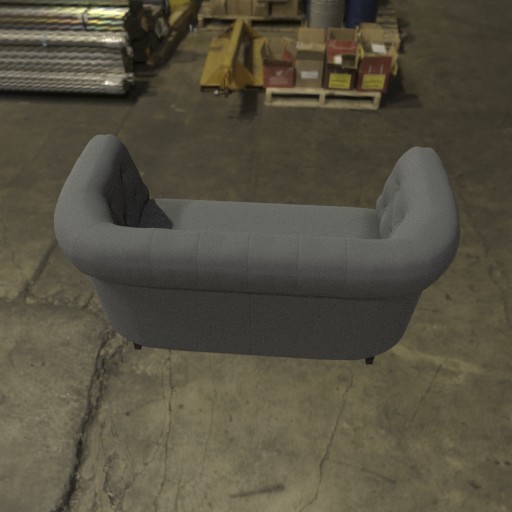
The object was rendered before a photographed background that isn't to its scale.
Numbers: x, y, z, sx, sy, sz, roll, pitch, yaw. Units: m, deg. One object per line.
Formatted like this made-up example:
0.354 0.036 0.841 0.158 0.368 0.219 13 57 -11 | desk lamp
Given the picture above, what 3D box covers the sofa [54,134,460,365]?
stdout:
0.000 0.000 1.980 1.558 0.827 0.835 3 46 3 | sofa
